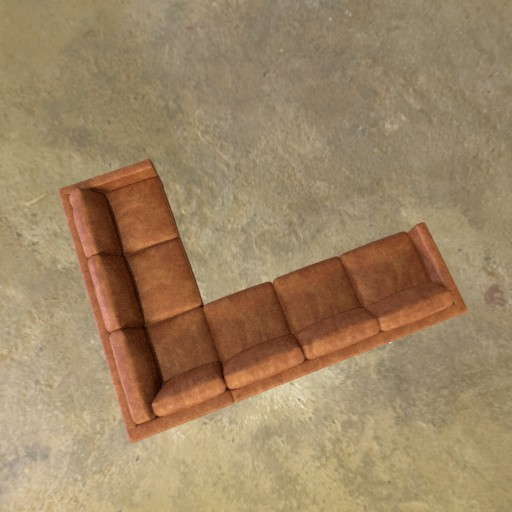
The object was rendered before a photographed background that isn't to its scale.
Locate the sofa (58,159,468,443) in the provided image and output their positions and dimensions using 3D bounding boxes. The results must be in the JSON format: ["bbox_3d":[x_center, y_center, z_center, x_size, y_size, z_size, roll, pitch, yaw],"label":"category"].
[{"bbox_3d":[0.000,0.000,4.350,3.167,0.838,2.438,-20,77,-5],"label":"sofa"}]
